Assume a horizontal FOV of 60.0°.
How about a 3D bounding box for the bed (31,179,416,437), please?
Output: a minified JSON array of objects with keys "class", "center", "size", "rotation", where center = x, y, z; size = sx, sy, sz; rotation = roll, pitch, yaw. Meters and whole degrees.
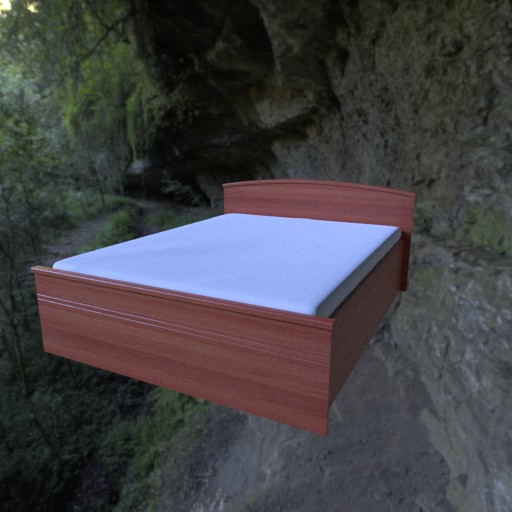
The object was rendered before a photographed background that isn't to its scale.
[{"class":"bed","center":[0.000,0.000,2.927],"size":[1.683,0.848,2.053],"rotation":[7,16,26]}]
